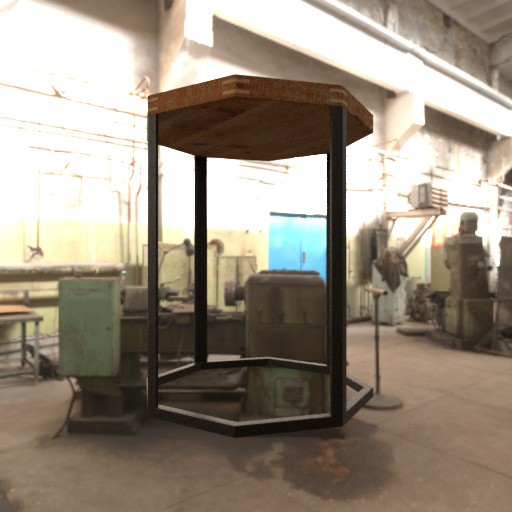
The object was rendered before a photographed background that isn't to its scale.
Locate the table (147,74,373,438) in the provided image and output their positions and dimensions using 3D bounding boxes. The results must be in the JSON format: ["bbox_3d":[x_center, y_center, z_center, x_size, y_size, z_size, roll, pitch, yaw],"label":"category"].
[{"bbox_3d":[0.000,0.000,0.888,0.458,0.543,0.458,0,0,-37],"label":"table"}]
